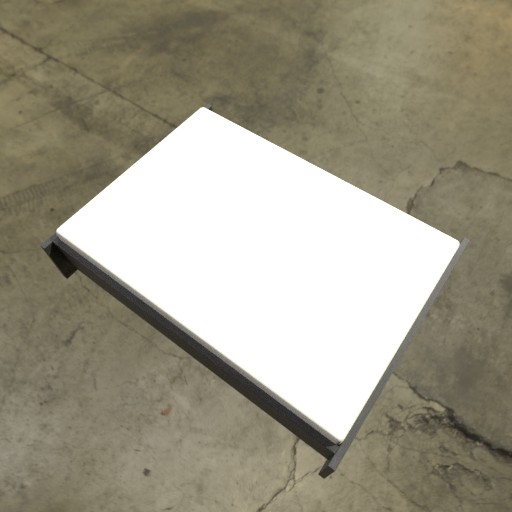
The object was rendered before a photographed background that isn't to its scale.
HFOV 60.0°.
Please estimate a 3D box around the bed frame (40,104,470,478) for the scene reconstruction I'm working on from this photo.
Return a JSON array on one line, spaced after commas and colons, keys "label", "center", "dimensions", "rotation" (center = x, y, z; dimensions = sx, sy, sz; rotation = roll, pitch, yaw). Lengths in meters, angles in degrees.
[{"label": "bed frame", "center": [0.000, 0.000, 2.652], "dimensions": [1.950, 0.432, 1.490], "rotation": [32, 64, 18]}]
